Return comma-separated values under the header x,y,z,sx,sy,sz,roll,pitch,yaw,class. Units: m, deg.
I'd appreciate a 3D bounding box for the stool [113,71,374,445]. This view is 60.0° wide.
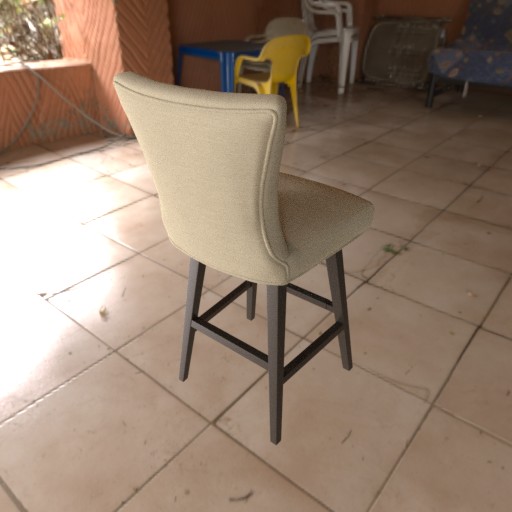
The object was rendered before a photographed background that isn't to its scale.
x,y,z,sx,sy,sz,roll,pitch,yaw,class
0.000,0.000,1.386,0.514,1.086,0.574,22,38,32,stool
